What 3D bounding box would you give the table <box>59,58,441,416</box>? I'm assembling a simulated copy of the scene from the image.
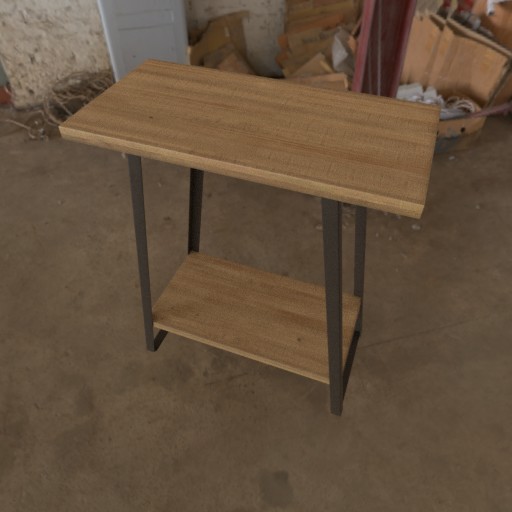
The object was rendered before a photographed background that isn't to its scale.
[{"bbox_3d":[0.000,0.000,1.021,0.599,0.701,0.300,15,48,14],"label":"table"}]
